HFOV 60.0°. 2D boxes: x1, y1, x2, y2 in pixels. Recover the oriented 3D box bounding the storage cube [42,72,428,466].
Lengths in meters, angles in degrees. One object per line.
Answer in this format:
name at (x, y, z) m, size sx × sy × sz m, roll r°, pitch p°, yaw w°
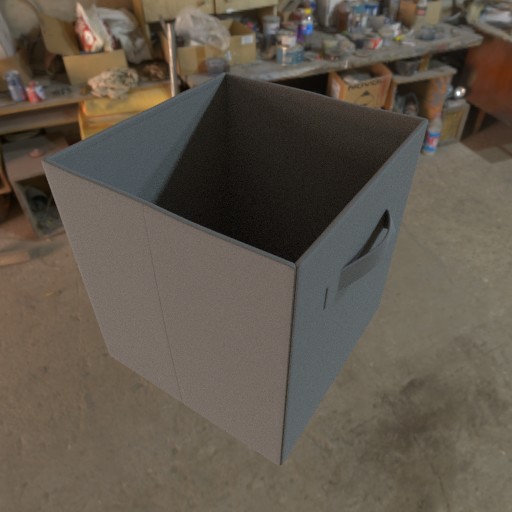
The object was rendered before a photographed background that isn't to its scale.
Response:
storage cube at (0.000, 0.000, 0.496) m, size 0.270 × 0.280 × 0.270 m, roll 23°, pitch 46°, yaw 25°
